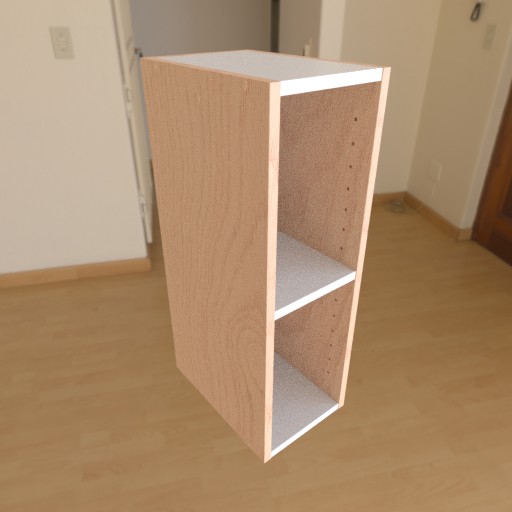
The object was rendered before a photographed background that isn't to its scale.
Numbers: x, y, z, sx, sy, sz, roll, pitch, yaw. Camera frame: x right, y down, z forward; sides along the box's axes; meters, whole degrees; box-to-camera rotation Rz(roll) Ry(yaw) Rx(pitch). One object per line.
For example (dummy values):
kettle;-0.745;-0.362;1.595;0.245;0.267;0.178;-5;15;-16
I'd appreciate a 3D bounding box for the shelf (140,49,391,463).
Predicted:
shelf;0.000;0.000;0.744;0.200;0.600;0.290;-22;36;-33
